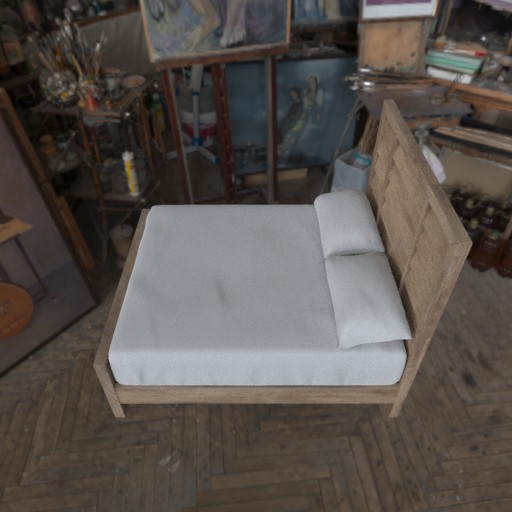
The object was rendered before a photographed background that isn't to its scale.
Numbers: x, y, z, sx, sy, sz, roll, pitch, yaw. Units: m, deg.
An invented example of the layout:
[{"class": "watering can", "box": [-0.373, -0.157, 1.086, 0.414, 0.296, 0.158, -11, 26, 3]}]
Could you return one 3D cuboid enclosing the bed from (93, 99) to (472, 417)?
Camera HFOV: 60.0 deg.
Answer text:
[{"class": "bed", "box": [0.000, 0.000, 3.196, 2.017, 1.631, 1.615, 0, 42, 0]}]
